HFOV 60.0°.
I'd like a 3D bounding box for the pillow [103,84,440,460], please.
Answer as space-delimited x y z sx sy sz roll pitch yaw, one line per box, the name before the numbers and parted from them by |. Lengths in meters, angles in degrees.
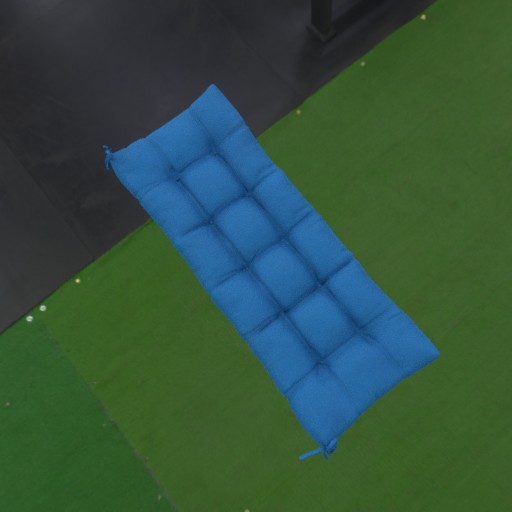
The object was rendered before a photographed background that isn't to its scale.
pillow | 0.000 0.000 1.379 0.511 0.174 1.194 -37 79 -8
